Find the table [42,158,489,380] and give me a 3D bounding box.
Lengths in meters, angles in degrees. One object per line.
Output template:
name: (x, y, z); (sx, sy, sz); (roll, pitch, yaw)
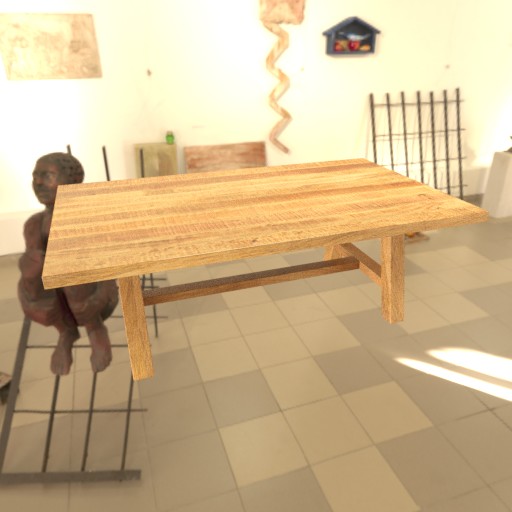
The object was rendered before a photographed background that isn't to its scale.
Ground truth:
table: (0.000, 0.000, 1.647); (1.320, 0.455, 0.760); (-9, 27, -17)
